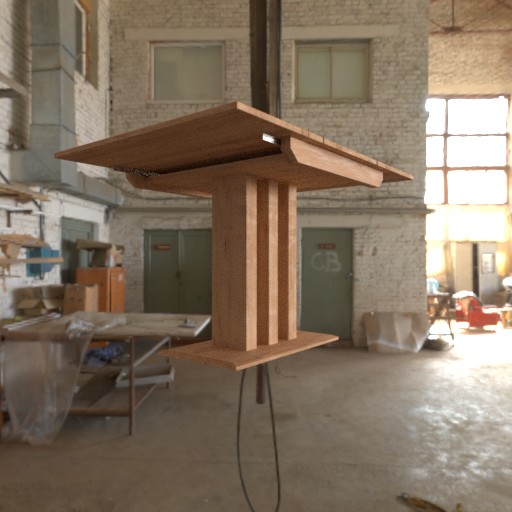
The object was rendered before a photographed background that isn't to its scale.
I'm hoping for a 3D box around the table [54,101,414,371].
[{"bbox_3d":[0.000,0.000,1.890,0.900,0.770,1.300,0,0,38],"label":"table"}]
